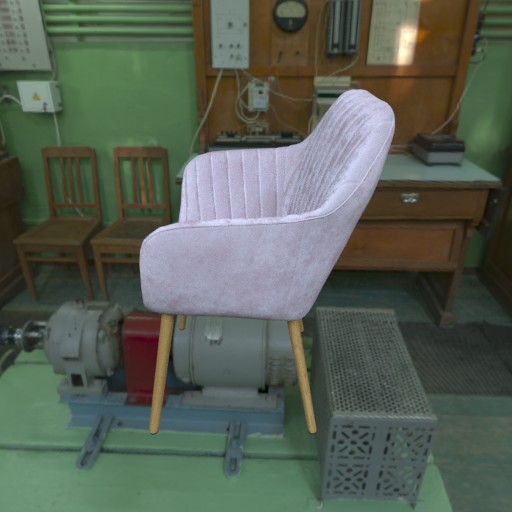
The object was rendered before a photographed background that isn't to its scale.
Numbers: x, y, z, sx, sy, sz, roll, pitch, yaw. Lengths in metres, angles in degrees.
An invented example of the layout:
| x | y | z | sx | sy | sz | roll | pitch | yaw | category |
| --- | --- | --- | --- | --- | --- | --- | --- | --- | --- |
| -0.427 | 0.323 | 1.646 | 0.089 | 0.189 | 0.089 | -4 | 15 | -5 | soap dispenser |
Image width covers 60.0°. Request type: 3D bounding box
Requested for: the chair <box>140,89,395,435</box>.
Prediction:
| x | y | z | sx | sy | sz | roll | pitch | yaw | category |
| --- | --- | --- | --- | --- | --- | --- | --- | --- | --- |
| 0.000 | 0.000 | 1.213 | 0.570 | 0.832 | 0.610 | 0 | 27 | 1 | chair |
